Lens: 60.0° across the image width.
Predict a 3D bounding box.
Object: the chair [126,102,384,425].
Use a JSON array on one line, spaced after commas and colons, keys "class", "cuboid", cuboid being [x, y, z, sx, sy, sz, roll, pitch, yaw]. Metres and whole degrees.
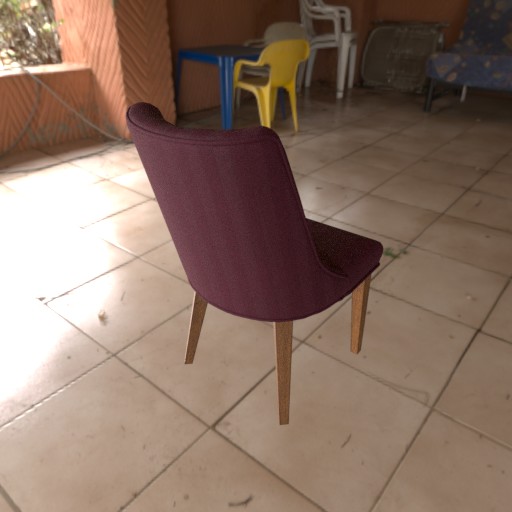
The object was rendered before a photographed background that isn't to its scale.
[{"class": "chair", "cuboid": [0.000, 0.000, 1.338, 0.548, 0.916, 0.638, 22, 37, 32]}]
